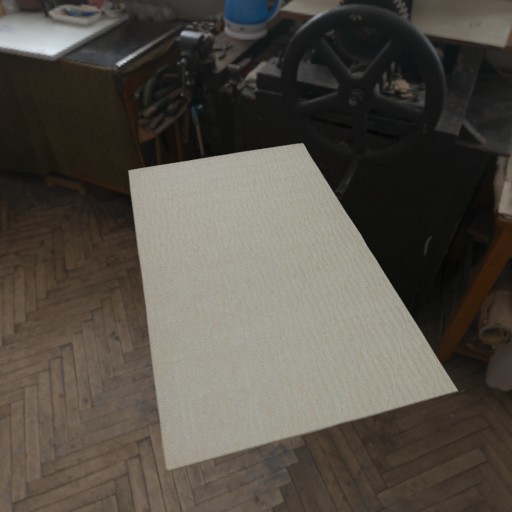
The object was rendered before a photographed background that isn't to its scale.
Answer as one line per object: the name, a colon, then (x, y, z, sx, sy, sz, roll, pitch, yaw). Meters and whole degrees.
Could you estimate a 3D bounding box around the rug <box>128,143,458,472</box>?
rug: (0.000, 0.000, 2.986, 1.531, 0.014, 2.441, -11, 48, -10)
